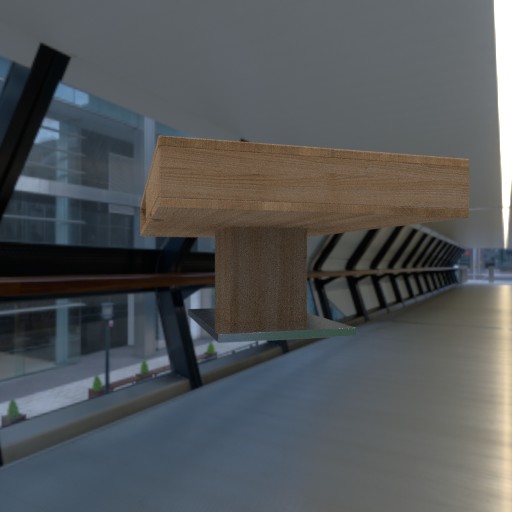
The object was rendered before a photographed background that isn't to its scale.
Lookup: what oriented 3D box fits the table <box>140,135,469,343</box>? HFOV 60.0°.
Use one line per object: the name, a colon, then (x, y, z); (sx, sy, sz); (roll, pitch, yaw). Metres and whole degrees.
table: (0.000, 0.000, 1.447); (0.700, 0.440, 1.100); (0, 0, -16)
